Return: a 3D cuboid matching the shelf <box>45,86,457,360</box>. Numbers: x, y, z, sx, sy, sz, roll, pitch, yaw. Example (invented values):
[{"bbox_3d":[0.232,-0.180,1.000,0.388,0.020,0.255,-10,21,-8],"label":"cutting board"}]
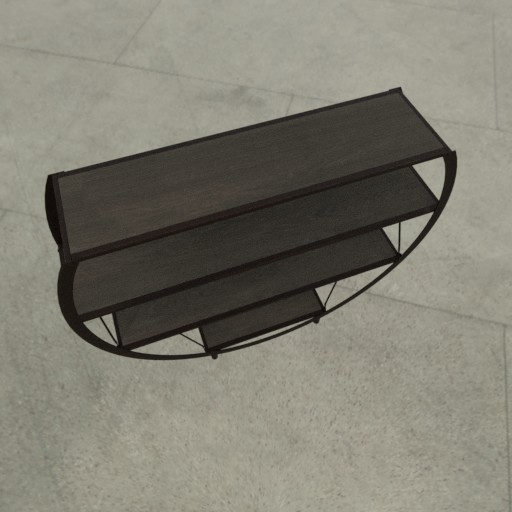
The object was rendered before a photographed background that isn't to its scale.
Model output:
[{"bbox_3d":[0.000,0.000,1.812,1.403,1.063,0.344,-17,59,-11],"label":"shelf"}]
